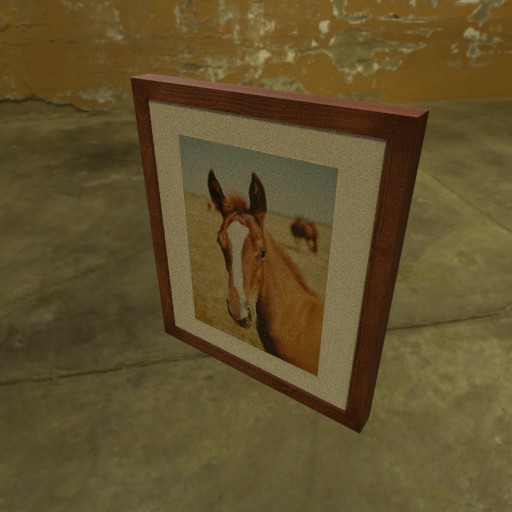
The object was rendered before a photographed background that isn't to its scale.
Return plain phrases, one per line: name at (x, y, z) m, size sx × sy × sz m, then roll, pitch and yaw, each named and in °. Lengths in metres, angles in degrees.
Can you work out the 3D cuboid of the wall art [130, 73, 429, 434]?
wall art at (0.000, 0.000, 0.536) m, size 0.330 × 0.381 × 0.030 m, roll 20°, pitch 36°, yaw 29°
